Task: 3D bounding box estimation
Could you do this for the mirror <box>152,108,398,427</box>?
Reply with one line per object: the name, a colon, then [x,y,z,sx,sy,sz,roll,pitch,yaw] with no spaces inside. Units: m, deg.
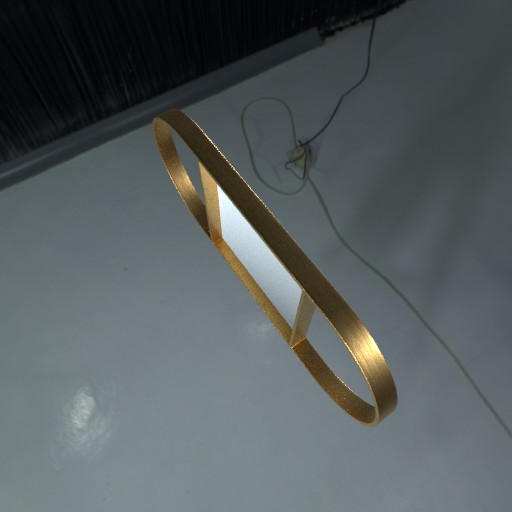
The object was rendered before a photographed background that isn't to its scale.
mirror: [0.000,0.000,0.688,0.032,0.254,0.584,-32,68,-15]
